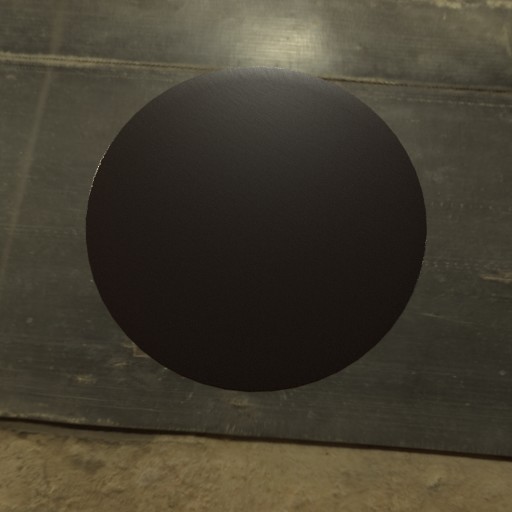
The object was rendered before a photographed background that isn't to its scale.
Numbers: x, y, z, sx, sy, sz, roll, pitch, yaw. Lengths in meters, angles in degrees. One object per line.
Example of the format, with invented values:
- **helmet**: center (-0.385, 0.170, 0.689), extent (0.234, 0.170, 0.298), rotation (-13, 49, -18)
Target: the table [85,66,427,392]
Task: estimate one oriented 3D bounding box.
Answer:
- **table**: center (0.000, 0.000, 1.074), extent (0.597, 0.618, 0.597), rotation (0, 76, 0)
